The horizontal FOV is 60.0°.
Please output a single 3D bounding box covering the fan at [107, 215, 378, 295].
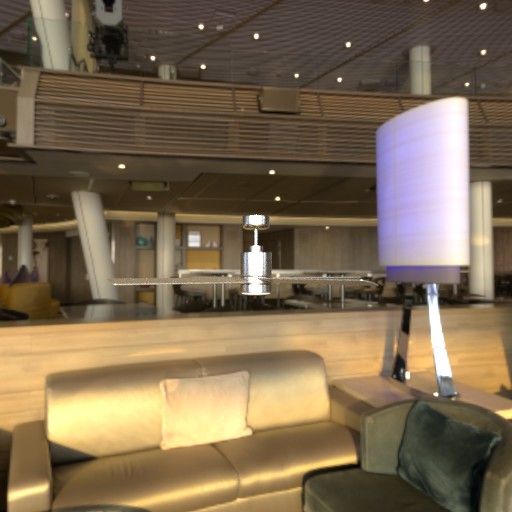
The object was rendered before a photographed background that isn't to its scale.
[{"bbox_3d":[0.000,0.000,2.013,1.322,0.355,1.322,2,-3,-35],"label":"fan"}]
